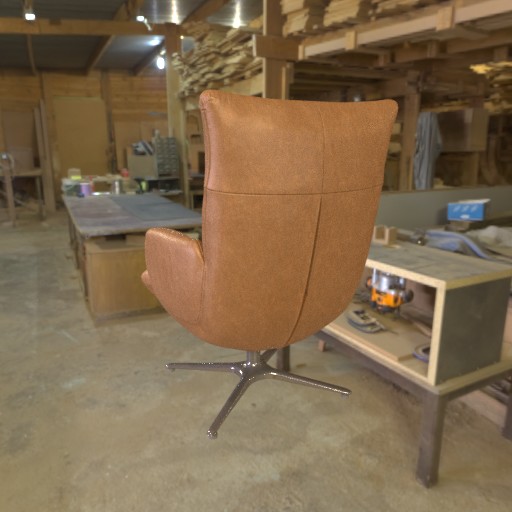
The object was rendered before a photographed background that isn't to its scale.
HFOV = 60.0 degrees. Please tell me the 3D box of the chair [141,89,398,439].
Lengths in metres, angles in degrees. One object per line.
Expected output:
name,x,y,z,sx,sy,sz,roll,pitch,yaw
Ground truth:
chair,0.000,0.000,1.581,0.711,1.027,0.794,-7,16,-25
